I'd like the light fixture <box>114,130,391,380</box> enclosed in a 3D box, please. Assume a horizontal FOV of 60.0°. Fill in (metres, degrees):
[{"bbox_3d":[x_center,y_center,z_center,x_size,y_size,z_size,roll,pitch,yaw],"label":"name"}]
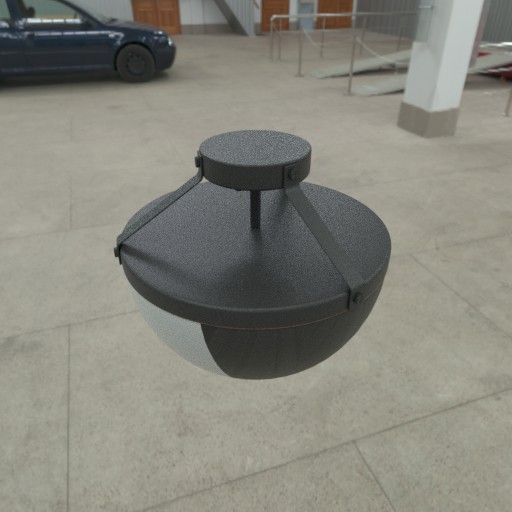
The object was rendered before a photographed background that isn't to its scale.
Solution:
[{"bbox_3d":[0.000,0.000,0.530,0.304,0.269,0.304,0,32,0],"label":"light fixture"}]
